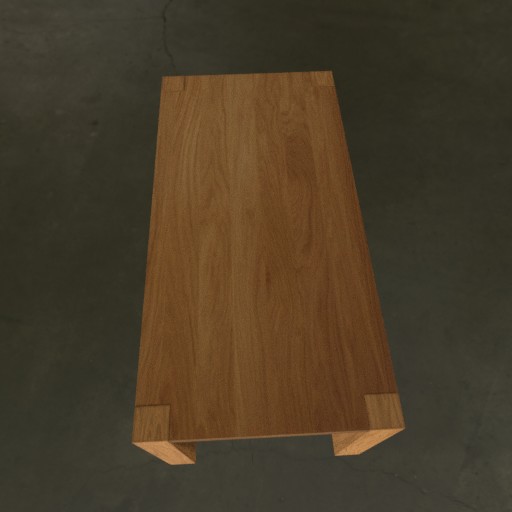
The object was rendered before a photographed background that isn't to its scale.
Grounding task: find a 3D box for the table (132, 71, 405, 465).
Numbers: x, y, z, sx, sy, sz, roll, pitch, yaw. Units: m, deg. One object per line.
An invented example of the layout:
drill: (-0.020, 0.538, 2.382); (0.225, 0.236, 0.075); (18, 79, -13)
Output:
table: (0.000, 0.000, 2.230); (0.900, 0.760, 1.800); (-3, 60, -1)
